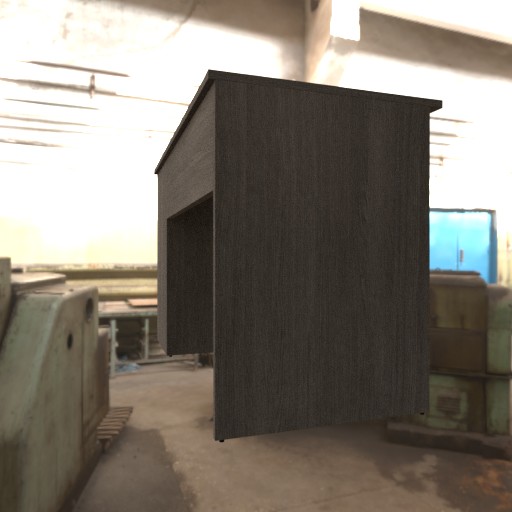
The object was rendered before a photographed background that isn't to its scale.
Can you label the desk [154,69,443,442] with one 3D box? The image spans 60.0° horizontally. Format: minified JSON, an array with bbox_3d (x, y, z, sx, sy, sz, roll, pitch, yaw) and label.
[{"bbox_3d":[0.000,0.000,1.474,0.560,0.735,1.097,0,0,-18],"label":"desk"}]
